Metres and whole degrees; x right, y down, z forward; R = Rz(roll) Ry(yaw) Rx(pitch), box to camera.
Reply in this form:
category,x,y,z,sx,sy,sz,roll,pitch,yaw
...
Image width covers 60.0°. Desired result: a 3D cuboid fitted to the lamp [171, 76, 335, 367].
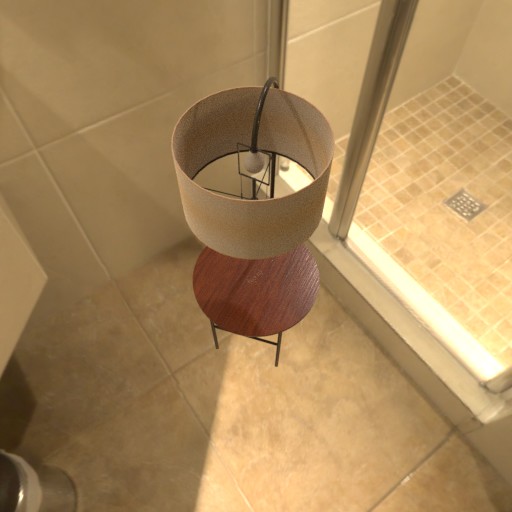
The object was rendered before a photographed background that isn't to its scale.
category,x,y,z,sx,sy,sz,roll,pitch,yaw
lamp,0.000,0.000,1.859,0.573,1.517,0.573,0,58,0
